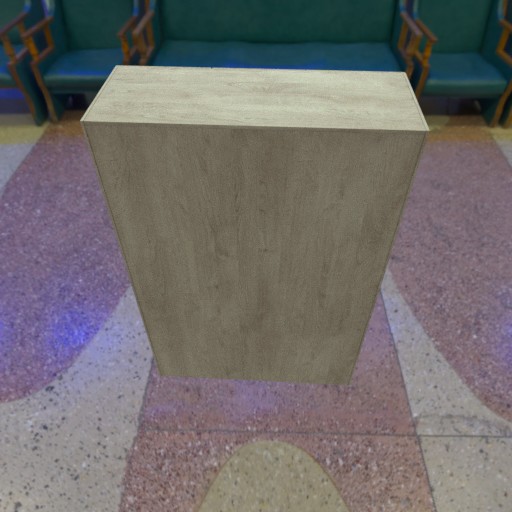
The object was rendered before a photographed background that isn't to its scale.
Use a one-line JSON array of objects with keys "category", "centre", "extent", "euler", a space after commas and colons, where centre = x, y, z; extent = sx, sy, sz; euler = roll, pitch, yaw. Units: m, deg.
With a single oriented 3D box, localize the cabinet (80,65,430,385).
[{"category": "cabinet", "centre": [0.000, 0.000, 2.497], "extent": [1.290, 1.910, 0.510], "euler": [2, 46, 2]}]
